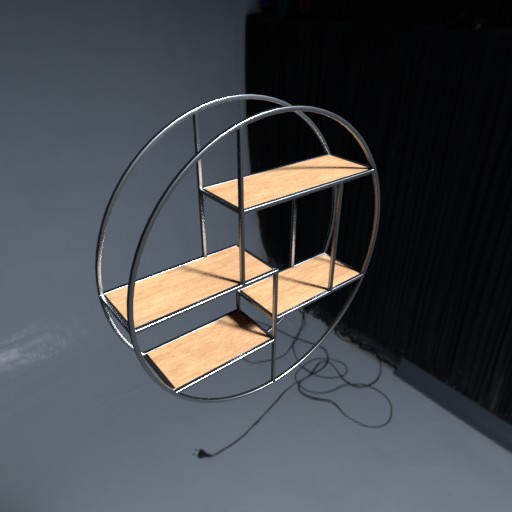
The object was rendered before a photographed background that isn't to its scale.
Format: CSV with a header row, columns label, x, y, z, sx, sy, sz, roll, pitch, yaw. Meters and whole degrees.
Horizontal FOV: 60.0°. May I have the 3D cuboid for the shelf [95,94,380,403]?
label,x,y,z,sx,sy,sz,roll,pitch,yaw
shelf,0.000,0.000,1.320,0.888,0.888,0.202,-22,36,-32
